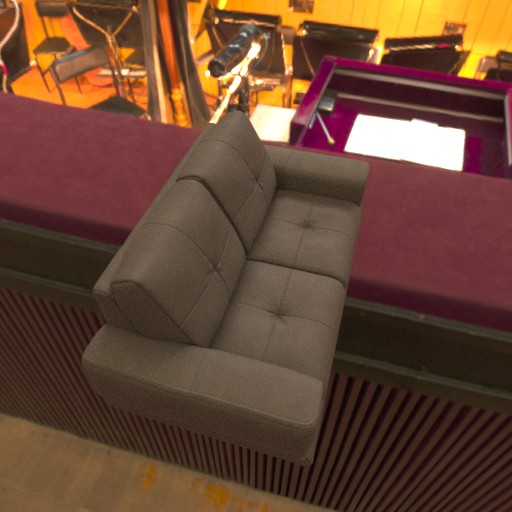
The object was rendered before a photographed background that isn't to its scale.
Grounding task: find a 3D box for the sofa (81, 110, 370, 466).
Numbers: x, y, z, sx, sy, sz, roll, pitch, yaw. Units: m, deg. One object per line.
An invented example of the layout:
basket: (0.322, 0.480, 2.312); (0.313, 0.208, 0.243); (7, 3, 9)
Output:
sofa: (0.000, 0.000, 2.364); (1.018, 0.907, 1.806); (12, 48, 11)
